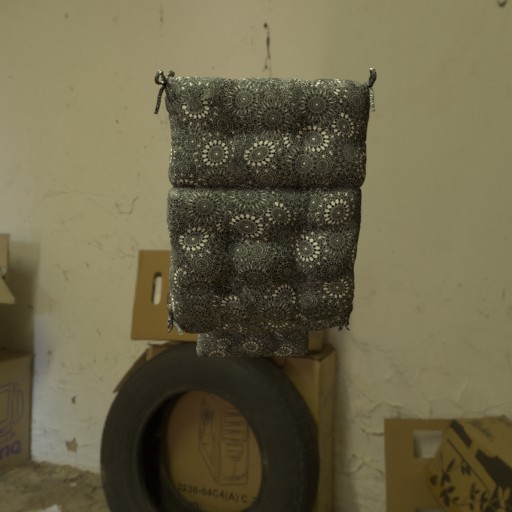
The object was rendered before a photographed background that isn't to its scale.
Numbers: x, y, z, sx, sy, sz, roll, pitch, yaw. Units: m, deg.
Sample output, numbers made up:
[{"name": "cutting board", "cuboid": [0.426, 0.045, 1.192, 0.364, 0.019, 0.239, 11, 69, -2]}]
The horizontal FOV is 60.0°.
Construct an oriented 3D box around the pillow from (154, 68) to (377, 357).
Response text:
[{"name": "pillow", "cuboid": [0.000, 0.000, 1.478, 0.526, 0.863, 1.016, 0, -1, -3]}]
